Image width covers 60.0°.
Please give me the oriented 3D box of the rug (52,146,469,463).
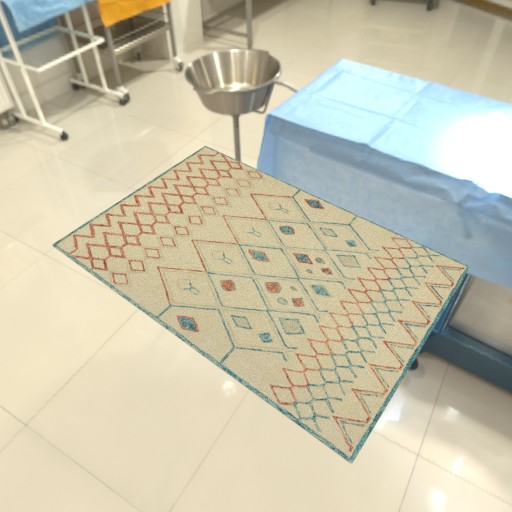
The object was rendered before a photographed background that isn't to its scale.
[{"bbox_3d":[0.000,0.000,2.326,1.829,0.016,1.219,29,53,25],"label":"rug"}]
